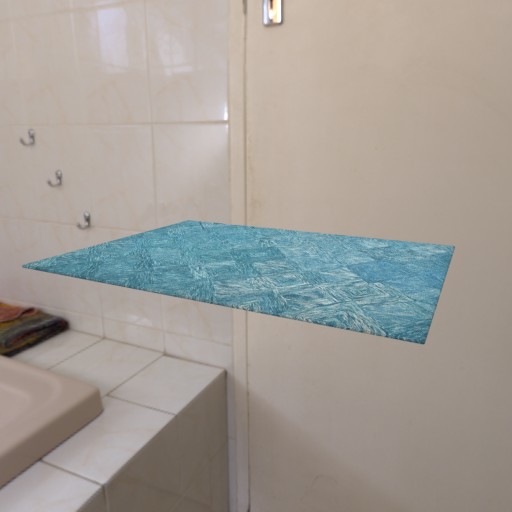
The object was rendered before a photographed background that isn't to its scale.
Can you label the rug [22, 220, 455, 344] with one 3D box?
[{"bbox_3d":[0.000,0.000,4.075,3.217,0.027,2.405,7,16,26],"label":"rug"}]
